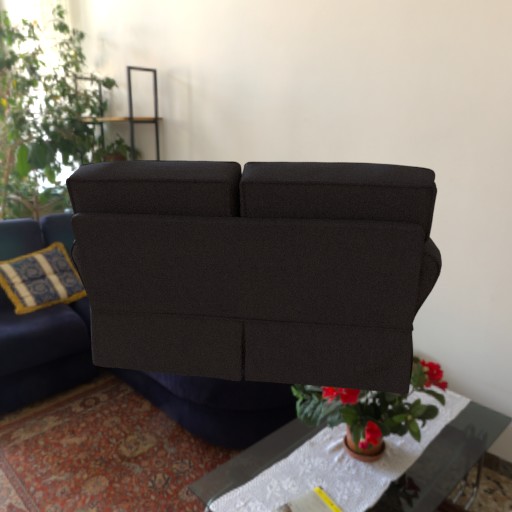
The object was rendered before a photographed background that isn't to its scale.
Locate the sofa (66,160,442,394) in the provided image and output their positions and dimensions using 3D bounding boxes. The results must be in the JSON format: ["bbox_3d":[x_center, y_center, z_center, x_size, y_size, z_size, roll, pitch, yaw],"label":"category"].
[{"bbox_3d":[0.000,0.000,2.442,1.801,1.059,0.997,3,16,9],"label":"sofa"}]
